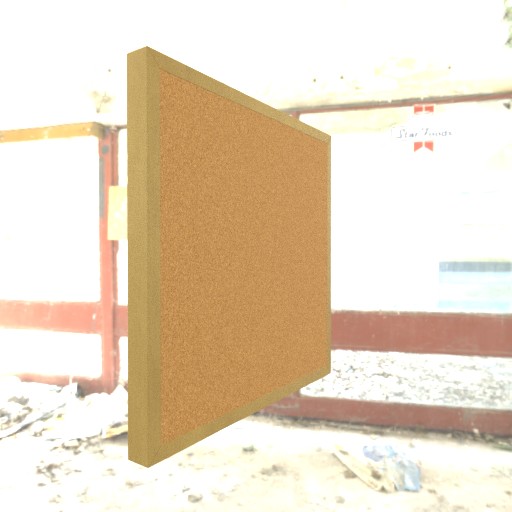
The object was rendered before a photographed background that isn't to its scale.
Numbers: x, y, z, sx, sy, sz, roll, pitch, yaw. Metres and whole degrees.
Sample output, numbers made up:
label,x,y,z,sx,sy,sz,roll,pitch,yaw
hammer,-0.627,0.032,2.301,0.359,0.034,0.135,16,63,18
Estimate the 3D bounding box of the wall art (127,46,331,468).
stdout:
label,x,y,z,sx,sy,sz,roll,pitch,yaw
wall art,0.000,0.000,0.750,0.038,0.508,0.508,0,1,35
